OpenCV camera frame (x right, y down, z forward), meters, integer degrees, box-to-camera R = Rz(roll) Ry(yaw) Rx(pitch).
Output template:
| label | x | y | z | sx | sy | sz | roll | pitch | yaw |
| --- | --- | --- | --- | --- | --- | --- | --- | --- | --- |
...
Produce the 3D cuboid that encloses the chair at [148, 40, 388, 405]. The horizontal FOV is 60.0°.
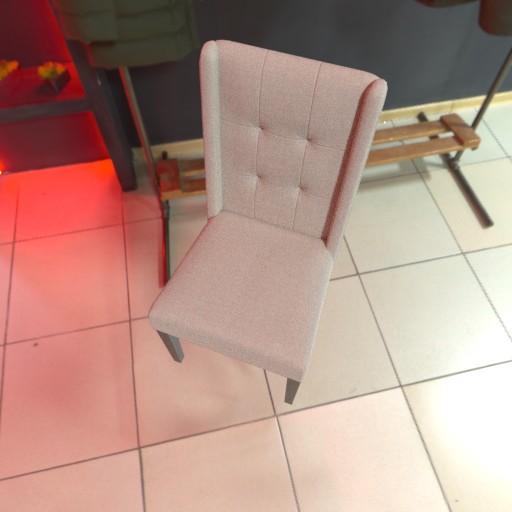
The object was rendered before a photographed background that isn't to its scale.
| label | x | y | z | sx | sy | sz | roll | pitch | yaw |
| --- | --- | --- | --- | --- | --- | --- | --- | --- | --- |
| chair | 0.000 | 0.000 | 1.282 | 0.474 | 0.961 | 0.523 | 18 | 60 | 10 |
